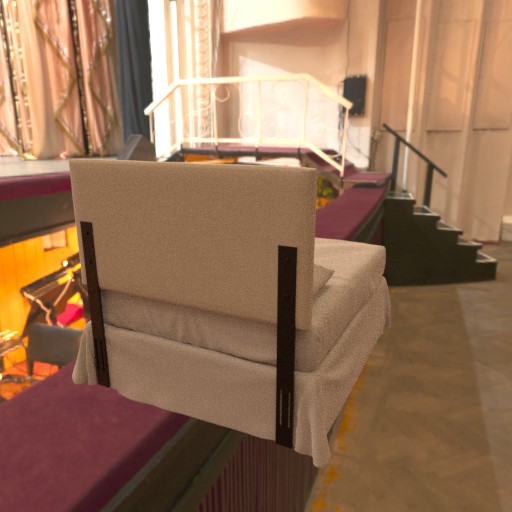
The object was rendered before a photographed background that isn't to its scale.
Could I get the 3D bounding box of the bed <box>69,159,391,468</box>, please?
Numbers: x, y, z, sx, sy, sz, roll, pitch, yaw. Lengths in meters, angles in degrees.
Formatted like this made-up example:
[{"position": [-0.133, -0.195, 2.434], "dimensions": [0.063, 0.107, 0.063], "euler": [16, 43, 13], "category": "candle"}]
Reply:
[{"position": [0.000, 0.000, 3.513], "dimensions": [1.936, 1.577, 2.222], "euler": [8, 18, 26], "category": "bed"}]
